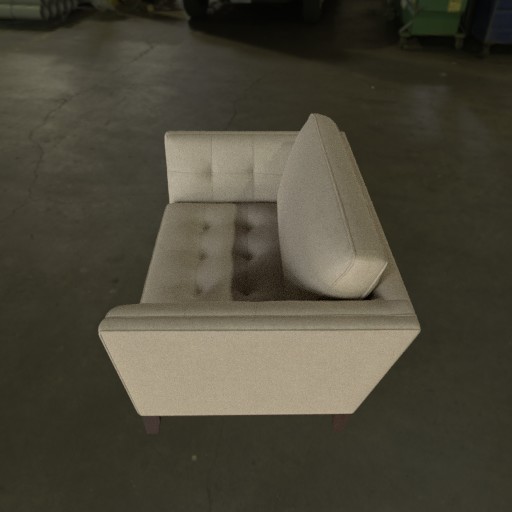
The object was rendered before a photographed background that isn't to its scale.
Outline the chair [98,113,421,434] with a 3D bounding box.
[{"bbox_3d":[0.000,0.000,2.022,0.965,0.940,1.397,0,40,-1],"label":"chair"}]
